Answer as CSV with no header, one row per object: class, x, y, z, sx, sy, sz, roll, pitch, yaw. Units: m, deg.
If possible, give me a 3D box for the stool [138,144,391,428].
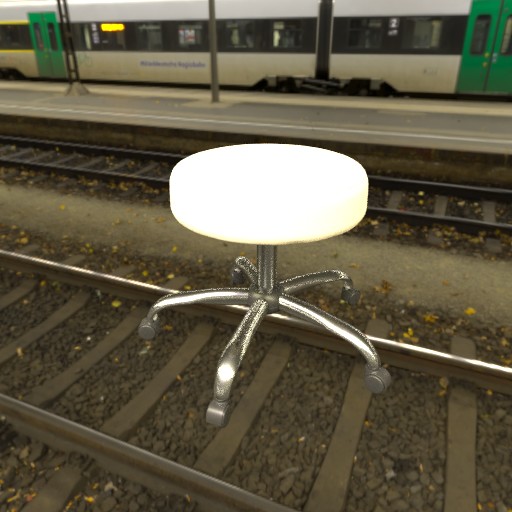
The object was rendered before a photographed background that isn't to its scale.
stool,0.000,0.000,1.061,0.614,0.482,0.634,1,26,2
